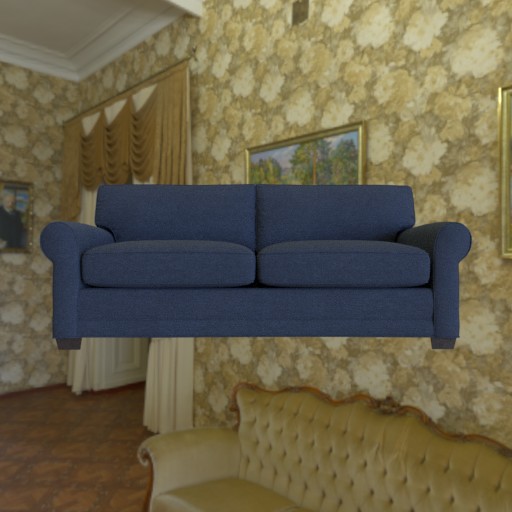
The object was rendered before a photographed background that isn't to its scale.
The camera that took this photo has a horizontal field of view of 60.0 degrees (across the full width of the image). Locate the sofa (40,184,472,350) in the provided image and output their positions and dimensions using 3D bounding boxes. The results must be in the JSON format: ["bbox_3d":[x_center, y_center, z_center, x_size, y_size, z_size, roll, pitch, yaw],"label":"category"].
[{"bbox_3d":[0.000,0.000,2.837,2.391,1.026,0.954,0,-1,0],"label":"sofa"}]
